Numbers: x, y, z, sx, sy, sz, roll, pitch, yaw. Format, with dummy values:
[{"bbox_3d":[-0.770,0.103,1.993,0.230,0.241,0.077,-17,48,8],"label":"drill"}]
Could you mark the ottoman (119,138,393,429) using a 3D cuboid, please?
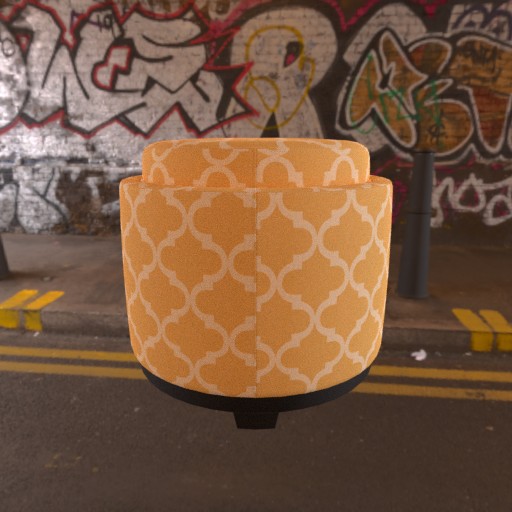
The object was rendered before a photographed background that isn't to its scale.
[{"bbox_3d":[0.000,0.000,0.834,0.480,0.429,0.480,0,14,0],"label":"ottoman"}]
